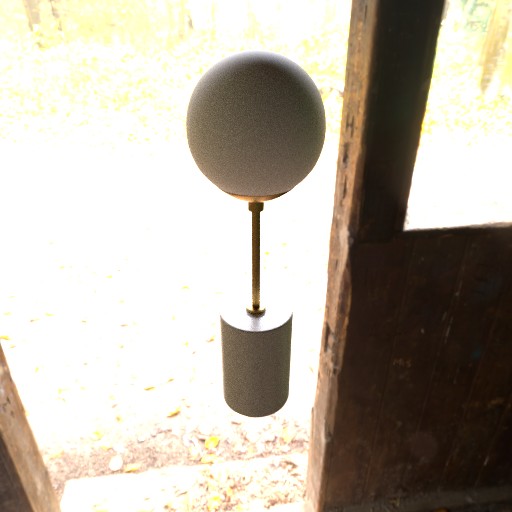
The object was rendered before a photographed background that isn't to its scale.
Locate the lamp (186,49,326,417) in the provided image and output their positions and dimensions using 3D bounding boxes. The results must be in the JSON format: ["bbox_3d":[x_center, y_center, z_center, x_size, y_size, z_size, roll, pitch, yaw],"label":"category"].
[{"bbox_3d":[0.000,0.000,0.567,0.153,0.480,0.153,0,29,0],"label":"lamp"}]
